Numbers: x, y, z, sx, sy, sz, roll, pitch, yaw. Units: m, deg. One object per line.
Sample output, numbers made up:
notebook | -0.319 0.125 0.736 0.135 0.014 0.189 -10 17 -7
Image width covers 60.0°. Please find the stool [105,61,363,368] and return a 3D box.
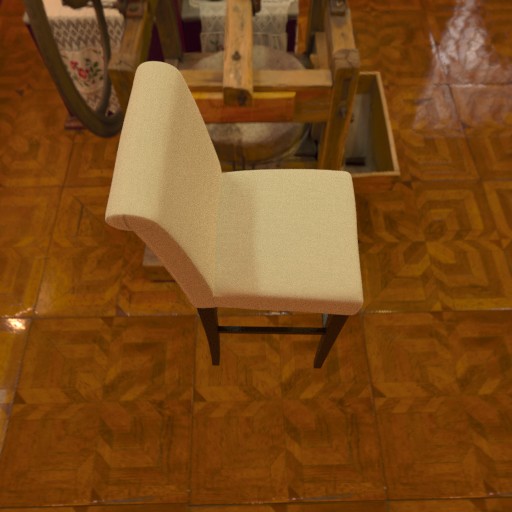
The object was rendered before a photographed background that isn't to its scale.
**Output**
stool | 0.000 0.000 1.442 0.597 1.124 0.452 1 62 0
